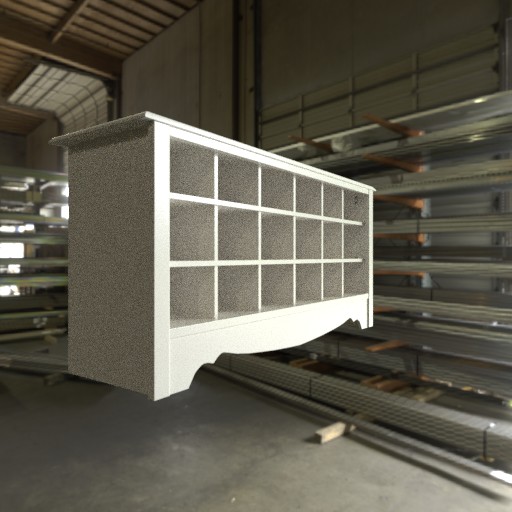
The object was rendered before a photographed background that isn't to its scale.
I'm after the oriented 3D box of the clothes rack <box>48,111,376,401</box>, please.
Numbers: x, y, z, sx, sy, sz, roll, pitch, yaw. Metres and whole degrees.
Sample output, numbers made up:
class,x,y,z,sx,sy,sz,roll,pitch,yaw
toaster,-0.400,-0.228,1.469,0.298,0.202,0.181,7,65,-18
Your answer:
class,x,y,z,sx,sy,sz,roll,pitch,yaw
clothes rack,0.000,0.000,1.339,0.324,0.531,1.120,0,0,36
